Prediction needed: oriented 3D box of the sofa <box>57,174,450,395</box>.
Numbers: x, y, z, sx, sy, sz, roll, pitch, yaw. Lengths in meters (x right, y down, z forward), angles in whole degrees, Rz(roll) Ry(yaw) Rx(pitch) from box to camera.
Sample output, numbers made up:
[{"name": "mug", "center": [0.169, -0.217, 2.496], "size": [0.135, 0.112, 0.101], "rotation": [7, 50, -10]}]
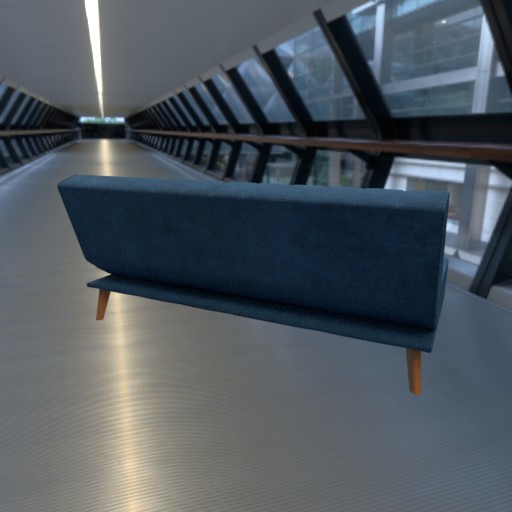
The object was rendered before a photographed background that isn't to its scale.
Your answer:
[{"name": "sofa", "center": [0.000, 0.000, 2.297], "size": [1.804, 0.813, 0.855], "rotation": [7, 16, 25]}]
